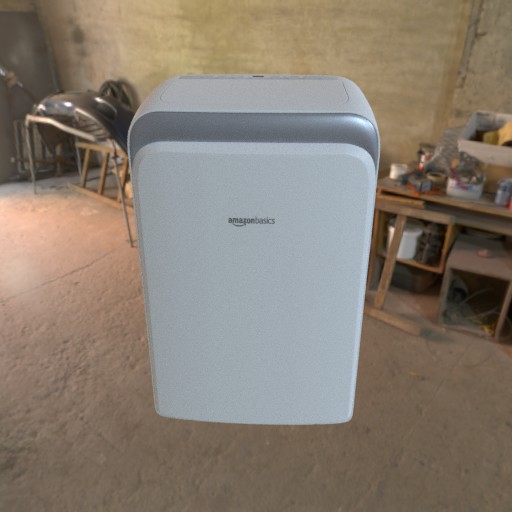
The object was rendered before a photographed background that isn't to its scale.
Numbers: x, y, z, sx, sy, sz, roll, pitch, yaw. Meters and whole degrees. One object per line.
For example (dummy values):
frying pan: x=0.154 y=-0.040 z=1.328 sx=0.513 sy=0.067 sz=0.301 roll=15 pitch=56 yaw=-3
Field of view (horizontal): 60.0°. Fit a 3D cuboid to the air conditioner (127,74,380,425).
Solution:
air conditioner: x=0.000 y=0.000 z=0.951 sx=0.454 sy=0.700 sz=0.365 roll=1 pitch=29 yaw=2
